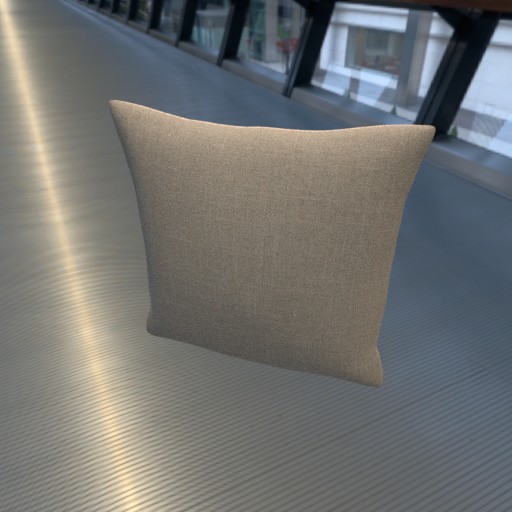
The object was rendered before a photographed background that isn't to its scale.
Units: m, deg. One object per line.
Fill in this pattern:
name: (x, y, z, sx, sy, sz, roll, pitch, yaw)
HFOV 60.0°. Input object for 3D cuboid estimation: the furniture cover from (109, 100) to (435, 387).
furniture cover: (0.000, 0.000, 0.790, 0.512, 0.506, 0.178, 10, 33, 15)
